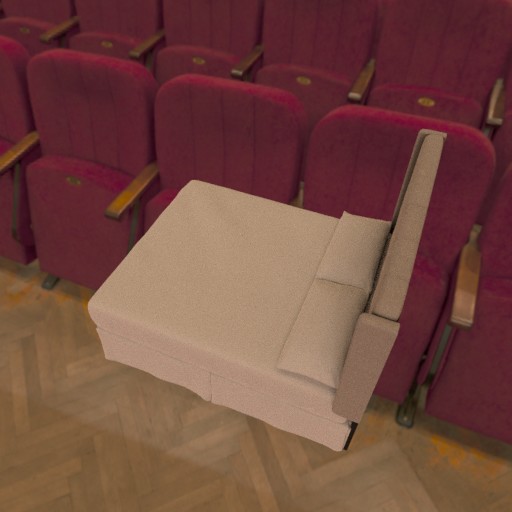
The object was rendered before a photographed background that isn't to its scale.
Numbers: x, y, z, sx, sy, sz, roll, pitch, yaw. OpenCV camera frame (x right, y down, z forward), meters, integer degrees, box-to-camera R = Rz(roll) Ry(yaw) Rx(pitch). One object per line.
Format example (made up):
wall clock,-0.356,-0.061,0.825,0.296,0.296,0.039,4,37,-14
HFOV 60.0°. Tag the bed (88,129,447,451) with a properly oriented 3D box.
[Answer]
bed,0.000,0.000,3.297,2.066,1.665,1.719,17,50,15
